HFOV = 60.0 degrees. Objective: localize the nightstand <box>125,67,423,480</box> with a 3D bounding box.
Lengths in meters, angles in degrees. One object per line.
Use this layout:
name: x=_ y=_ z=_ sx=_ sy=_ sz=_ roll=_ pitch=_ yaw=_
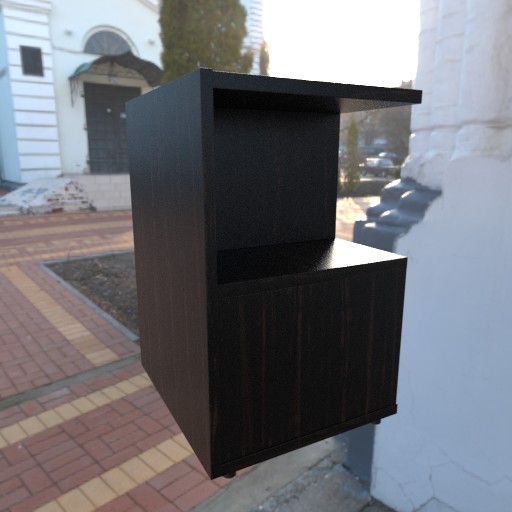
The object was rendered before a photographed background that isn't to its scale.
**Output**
nightstand: x=0.000 y=0.000 z=0.819 sx=0.356 sy=0.559 sz=0.400 roll=-7 pitch=15 yaw=-27
